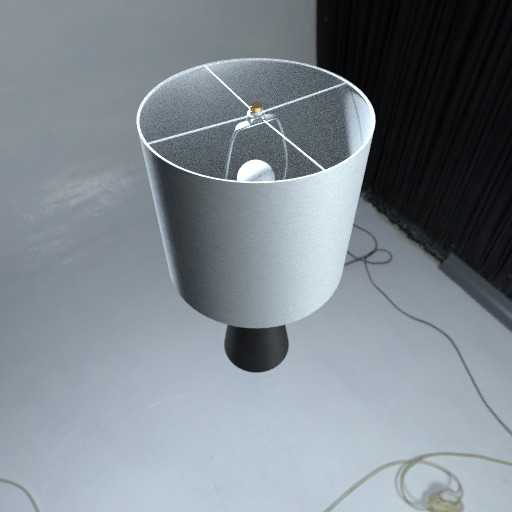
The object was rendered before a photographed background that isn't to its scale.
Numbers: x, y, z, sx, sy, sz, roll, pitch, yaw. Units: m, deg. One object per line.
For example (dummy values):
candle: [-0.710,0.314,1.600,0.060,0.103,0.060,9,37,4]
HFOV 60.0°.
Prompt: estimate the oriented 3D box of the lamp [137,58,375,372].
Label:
lamp: [0.000,0.000,0.791,0.308,0.580,0.308,-24,52,-20]
